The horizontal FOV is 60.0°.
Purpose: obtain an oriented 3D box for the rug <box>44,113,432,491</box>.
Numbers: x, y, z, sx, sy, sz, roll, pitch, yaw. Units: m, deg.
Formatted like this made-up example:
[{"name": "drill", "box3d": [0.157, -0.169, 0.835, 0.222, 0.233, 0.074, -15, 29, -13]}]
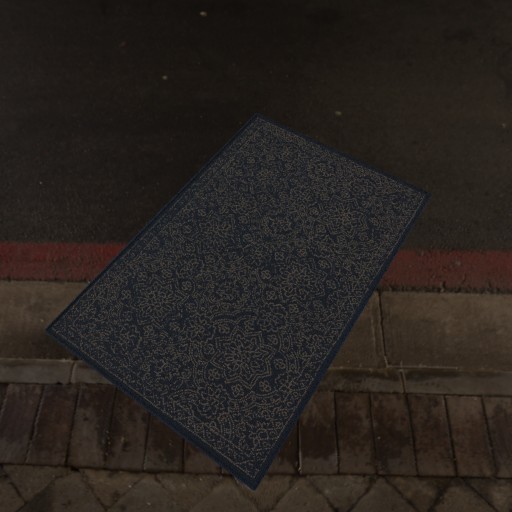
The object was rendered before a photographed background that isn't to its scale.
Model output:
[{"name": "rug", "box3d": [0.000, 0.000, 2.334, 1.219, 0.010, 1.829, 30, 63, 17]}]
